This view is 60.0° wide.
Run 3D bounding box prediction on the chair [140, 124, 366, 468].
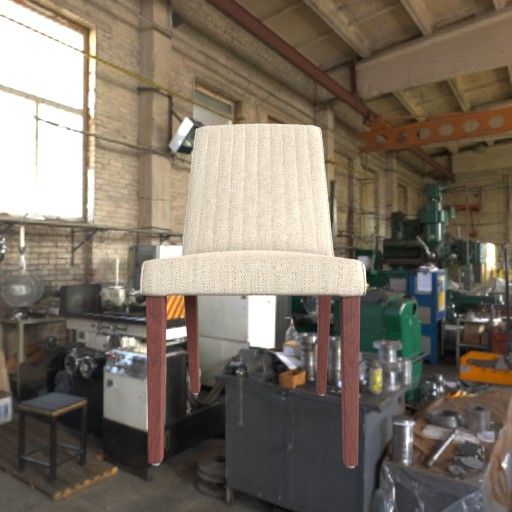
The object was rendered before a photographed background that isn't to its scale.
[{"bbox_3d":[0.000,0.000,1.217,0.480,0.900,0.594,0,-1,2],"label":"chair"}]
